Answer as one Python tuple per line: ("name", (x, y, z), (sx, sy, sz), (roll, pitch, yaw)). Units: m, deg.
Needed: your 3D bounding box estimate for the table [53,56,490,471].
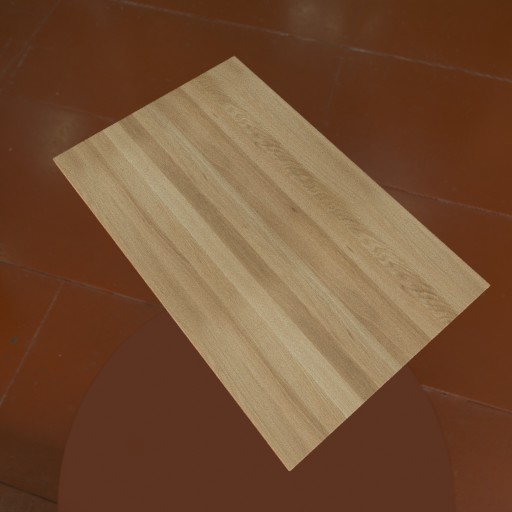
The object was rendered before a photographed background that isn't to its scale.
("table", (0.000, 0.000, 1.487), (0.700, 0.510, 1.100), (-36, 70, -16))
